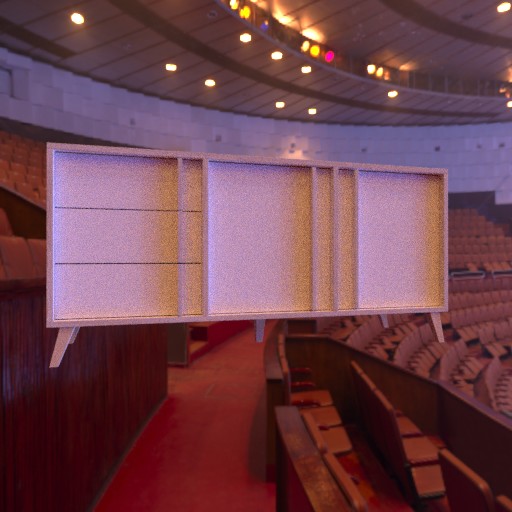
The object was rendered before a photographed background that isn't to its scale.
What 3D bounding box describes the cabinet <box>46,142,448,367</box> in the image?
[{"bbox_3d":[0.000,0.000,1.998,1.649,0.780,0.500,0,0,-16],"label":"cabinet"}]
